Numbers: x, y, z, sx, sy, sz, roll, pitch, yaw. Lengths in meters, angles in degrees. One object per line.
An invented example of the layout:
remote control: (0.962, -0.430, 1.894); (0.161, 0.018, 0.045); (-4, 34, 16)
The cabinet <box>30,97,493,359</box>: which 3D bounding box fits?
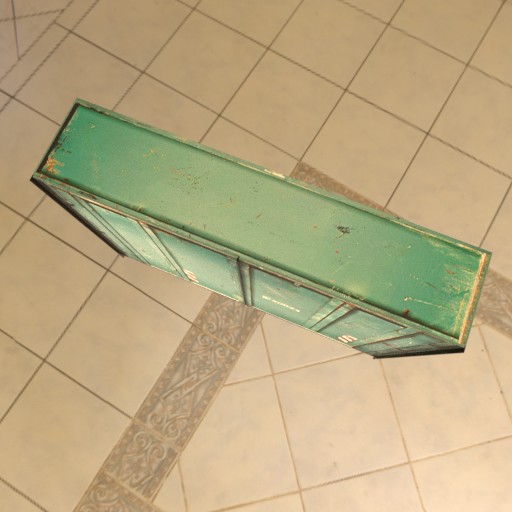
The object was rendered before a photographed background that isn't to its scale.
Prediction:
cabinet: (0.000, 0.000, 3.951); (3.001, 2.160, 0.680); (21, 77, 5)
